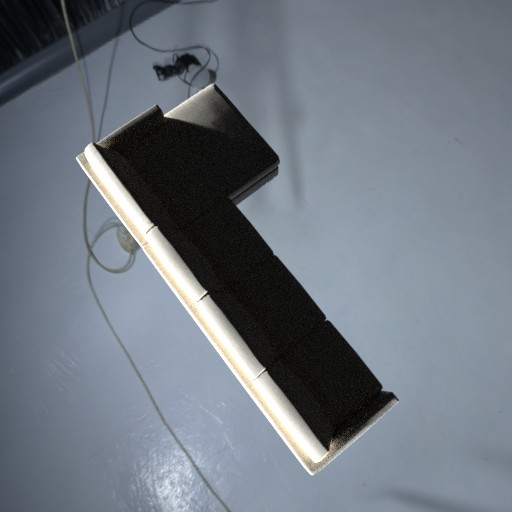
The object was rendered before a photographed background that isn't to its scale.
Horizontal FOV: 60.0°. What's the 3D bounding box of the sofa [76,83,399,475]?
[{"bbox_3d":[0.000,0.000,4.154,1.603,0.954,3.471,-37,79,-9],"label":"sofa"}]
